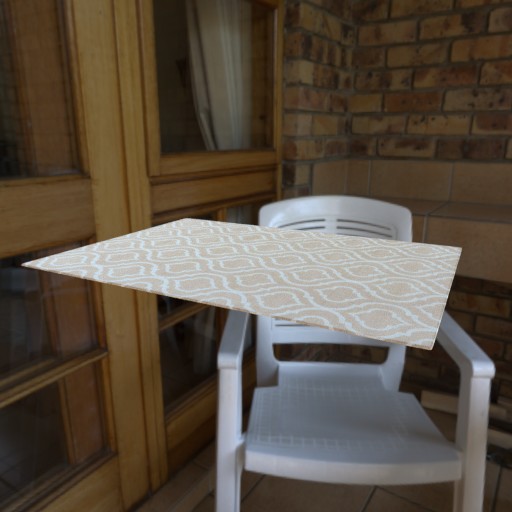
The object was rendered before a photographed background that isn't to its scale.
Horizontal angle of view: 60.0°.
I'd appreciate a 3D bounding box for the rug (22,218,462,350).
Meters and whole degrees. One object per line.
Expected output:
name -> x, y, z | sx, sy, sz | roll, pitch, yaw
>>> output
rug -> 0.000, 0.000, 2.619 | 2.134, 0.010, 1.524 | 8, 18, 26
